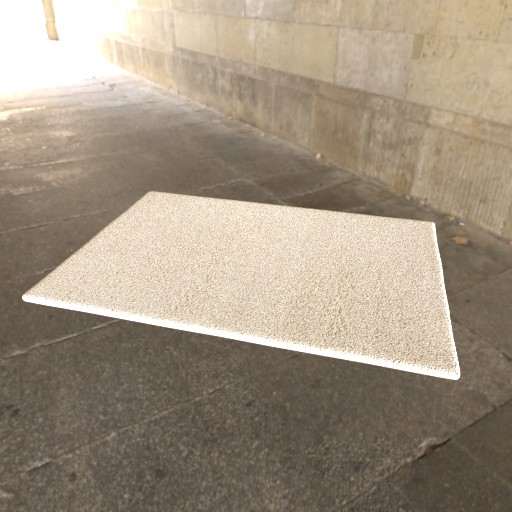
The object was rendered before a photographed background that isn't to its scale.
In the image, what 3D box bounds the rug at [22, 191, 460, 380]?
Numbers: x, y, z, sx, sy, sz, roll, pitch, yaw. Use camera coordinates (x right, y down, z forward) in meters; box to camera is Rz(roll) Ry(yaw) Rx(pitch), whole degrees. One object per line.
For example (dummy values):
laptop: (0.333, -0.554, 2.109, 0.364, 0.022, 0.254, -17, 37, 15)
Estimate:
rug: (0.000, 0.000, 2.221, 1.778, 0.030, 1.219, 8, 32, 13)
